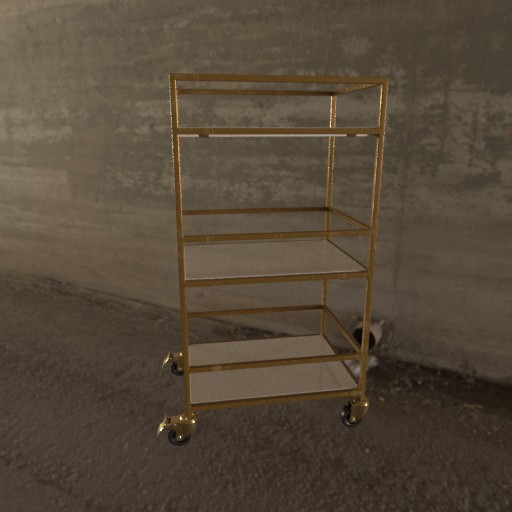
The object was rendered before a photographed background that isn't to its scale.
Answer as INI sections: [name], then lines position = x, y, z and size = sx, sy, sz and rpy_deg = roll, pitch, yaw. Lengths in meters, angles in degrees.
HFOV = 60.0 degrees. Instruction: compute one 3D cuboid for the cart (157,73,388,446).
[cart]
position = 0.000, 0.000, 1.045
size = 0.483, 0.761, 0.332
rpy_deg = -3, 16, -9
